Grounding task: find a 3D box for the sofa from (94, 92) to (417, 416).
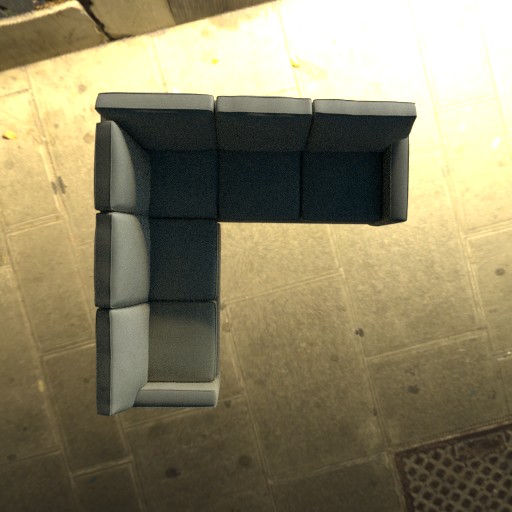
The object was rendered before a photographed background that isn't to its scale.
[{"bbox_3d":[0.000,0.000,3.320,2.211,0.936,2.188,0,91,-1],"label":"sofa"}]
